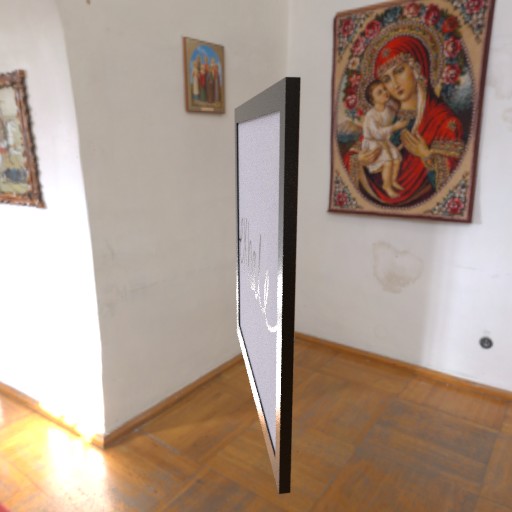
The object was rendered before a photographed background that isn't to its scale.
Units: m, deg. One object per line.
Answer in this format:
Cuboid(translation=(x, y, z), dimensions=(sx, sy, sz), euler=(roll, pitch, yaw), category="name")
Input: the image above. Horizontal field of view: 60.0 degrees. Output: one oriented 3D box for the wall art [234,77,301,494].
Cuboid(translation=(0.000, 0.000, 0.662), dimensions=(0.014, 0.445, 0.446), euler=(-2, 15, -8), category="wall art")
